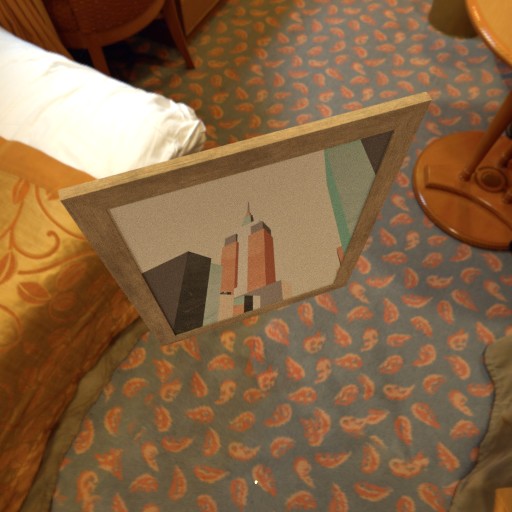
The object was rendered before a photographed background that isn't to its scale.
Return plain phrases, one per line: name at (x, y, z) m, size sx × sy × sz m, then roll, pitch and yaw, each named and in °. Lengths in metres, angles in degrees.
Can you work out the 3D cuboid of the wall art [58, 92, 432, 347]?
wall art at (0.000, 0.000, 0.912) m, size 0.534 × 0.686 × 0.018 m, roll -17°, pitch 64°, yaw -9°
